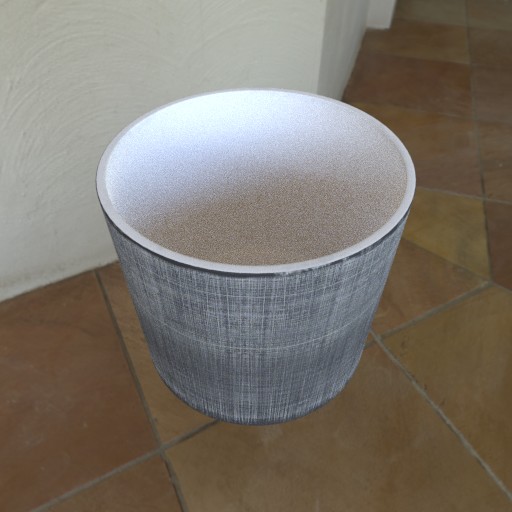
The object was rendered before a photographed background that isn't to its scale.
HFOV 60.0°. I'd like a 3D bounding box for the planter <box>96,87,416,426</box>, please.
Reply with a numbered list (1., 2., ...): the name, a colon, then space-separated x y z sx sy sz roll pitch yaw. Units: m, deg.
1. planter: 0.000 0.000 0.386 0.221 0.201 0.221 0 46 0
